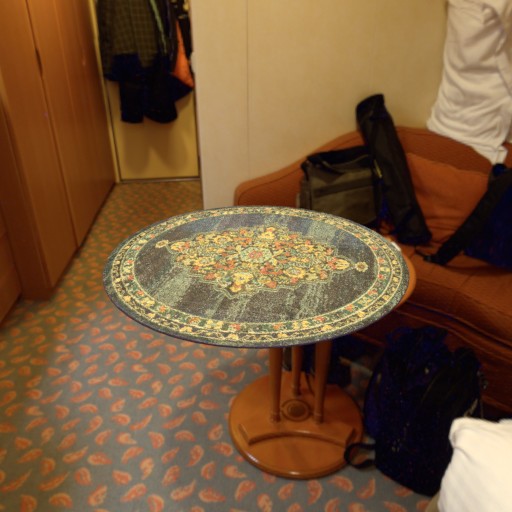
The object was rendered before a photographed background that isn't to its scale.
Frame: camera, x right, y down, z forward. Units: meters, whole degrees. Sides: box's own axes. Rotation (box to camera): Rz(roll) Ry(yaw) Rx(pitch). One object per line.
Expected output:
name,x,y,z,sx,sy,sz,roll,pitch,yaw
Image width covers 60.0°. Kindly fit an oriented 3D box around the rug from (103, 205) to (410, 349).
rug,0.000,0.000,3.607,2.386,0.014,2.386,0,26,0
